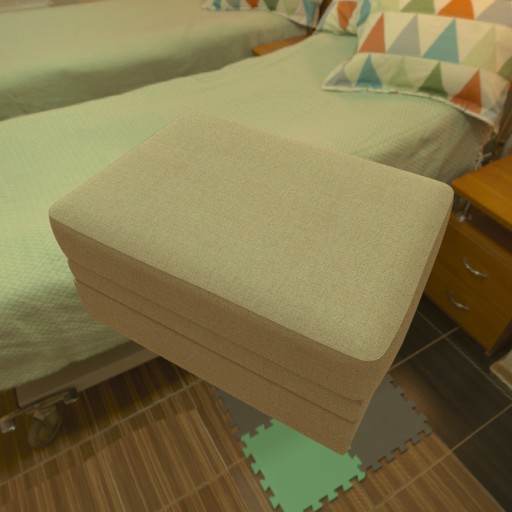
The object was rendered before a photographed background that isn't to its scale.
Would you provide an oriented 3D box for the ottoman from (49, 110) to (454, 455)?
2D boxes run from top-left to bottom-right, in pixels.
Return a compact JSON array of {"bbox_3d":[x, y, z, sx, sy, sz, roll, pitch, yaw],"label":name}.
[{"bbox_3d":[0.000,0.000,1.245,0.885,0.478,0.637,22,50,21],"label":"ottoman"}]
